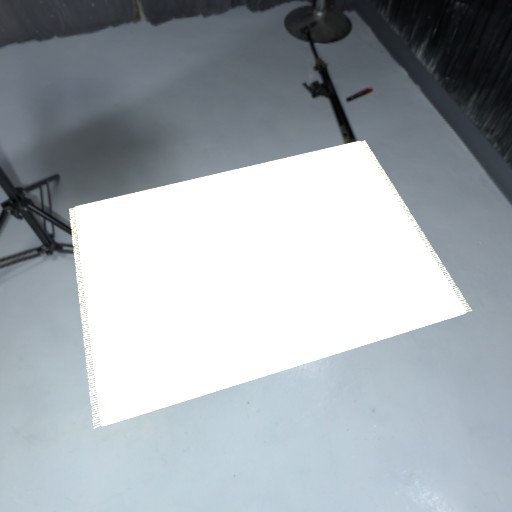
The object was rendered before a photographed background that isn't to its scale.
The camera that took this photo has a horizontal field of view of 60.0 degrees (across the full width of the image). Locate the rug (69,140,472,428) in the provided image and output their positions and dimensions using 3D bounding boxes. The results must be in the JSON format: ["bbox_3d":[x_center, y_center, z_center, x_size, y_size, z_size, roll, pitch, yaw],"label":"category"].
[{"bbox_3d":[0.000,0.000,2.854,2.233,0.011,1.514,-15,59,-9],"label":"rug"}]
